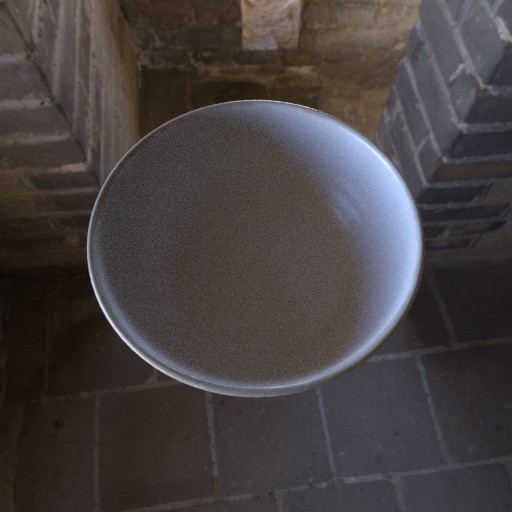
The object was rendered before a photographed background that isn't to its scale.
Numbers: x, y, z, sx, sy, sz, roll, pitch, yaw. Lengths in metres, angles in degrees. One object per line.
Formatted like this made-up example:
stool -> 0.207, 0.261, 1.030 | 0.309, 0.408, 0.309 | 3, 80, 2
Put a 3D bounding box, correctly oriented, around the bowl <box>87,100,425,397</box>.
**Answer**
bowl -> 0.000, 0.000, 0.408 | 0.268, 0.121, 0.268 | 0, 64, 0
